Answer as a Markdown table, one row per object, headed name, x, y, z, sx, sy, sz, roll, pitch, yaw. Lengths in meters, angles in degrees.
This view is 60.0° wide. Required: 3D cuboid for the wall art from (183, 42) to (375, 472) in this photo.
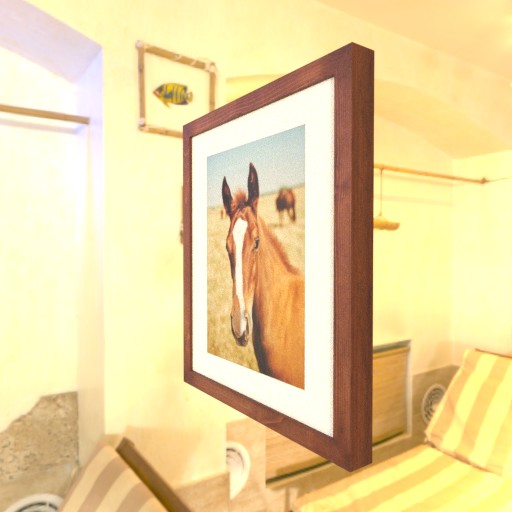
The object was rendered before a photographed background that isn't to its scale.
| name | x | y | z | sx | sy | sz | roll | pitch | yaw |
| --- | --- | --- | --- | --- | --- | --- | --- | --- | --- |
| wall art | 0.000 | 0.000 | 0.535 | 0.030 | 0.381 | 0.330 | -1 | 1 | -36 |
